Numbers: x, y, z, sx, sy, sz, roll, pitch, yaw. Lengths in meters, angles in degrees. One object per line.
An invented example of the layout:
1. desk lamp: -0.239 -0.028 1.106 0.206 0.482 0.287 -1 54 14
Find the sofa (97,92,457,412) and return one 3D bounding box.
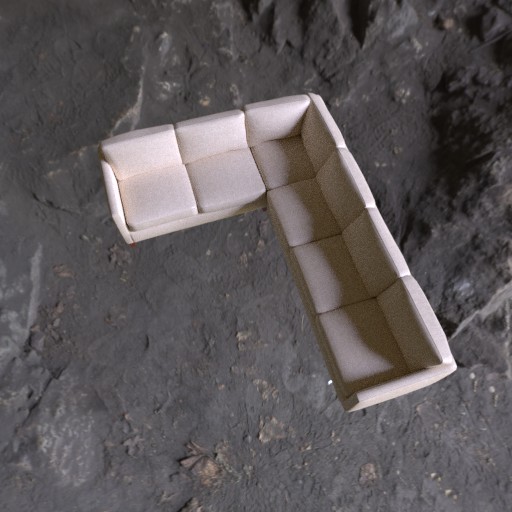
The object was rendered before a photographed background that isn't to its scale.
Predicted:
1. sofa: 0.000 0.000 4.428 2.593 0.947 3.302 -16 65 -8
